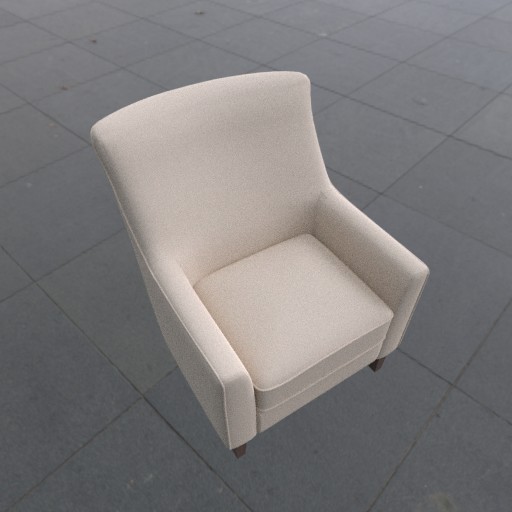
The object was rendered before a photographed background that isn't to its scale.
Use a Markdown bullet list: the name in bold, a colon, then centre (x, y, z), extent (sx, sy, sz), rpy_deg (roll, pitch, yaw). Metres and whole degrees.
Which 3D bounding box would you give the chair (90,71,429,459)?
- **chair**: centre (0.000, 0.000, 1.538), extent (0.756, 0.916, 0.879), rpy_deg (-24, 50, -22)
